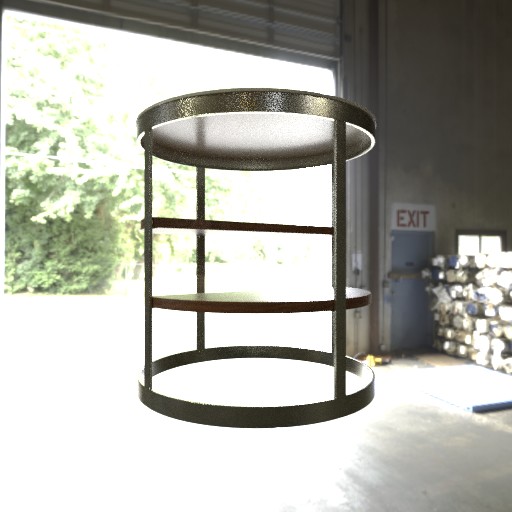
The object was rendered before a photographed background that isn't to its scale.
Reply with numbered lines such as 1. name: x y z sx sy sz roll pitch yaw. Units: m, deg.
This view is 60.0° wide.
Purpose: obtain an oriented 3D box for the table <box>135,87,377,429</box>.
1. table: 0.000 0.000 0.775 0.407 0.447 0.407 0 0 0
